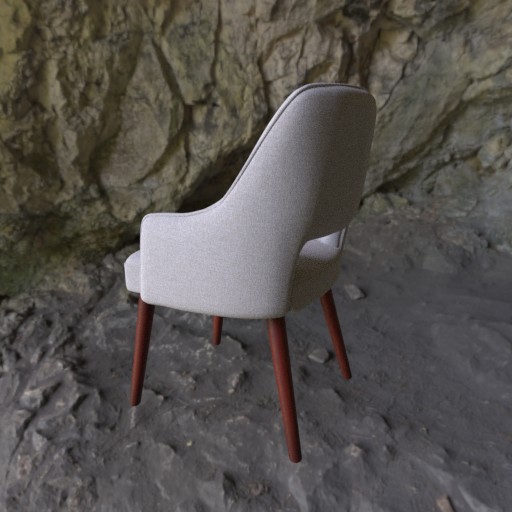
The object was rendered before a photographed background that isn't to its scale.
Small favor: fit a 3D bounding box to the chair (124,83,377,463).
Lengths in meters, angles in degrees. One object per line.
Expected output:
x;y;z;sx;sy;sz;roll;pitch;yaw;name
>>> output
0.000;0.000;1.209;0.580;0.840;0.560;8;17;27;chair
